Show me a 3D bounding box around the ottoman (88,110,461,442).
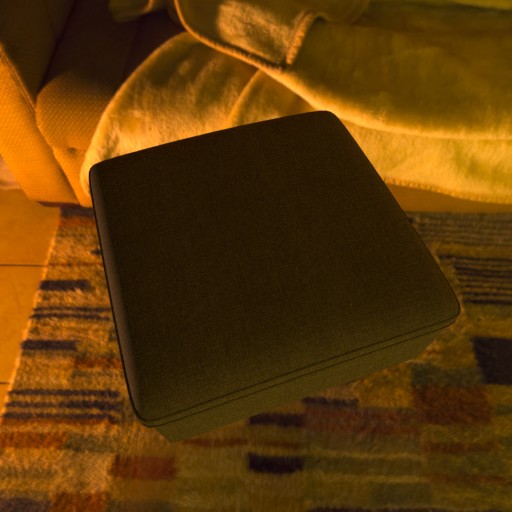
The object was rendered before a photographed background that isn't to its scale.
[{"bbox_3d":[0.000,0.000,1.716,1.067,0.559,1.067,-16,59,-10],"label":"ottoman"}]
